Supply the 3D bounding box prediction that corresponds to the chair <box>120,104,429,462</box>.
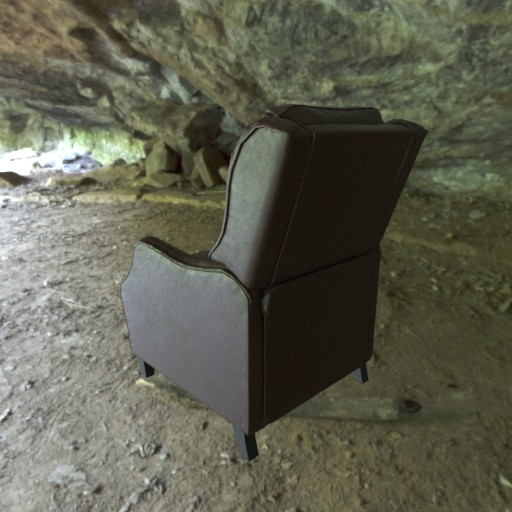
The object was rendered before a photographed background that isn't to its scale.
[{"bbox_3d":[0.000,0.000,1.775,0.770,1.132,0.982,-15,22,-41],"label":"chair"}]
